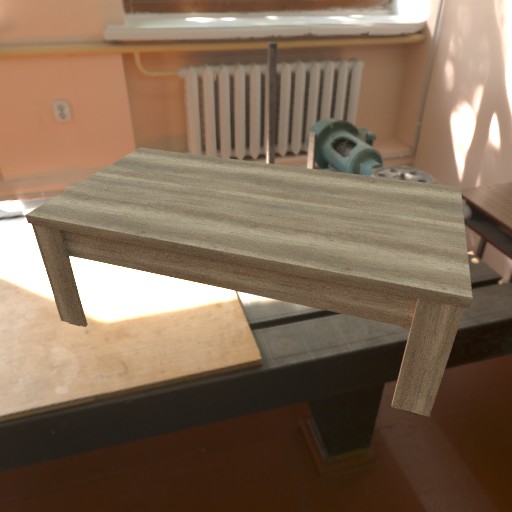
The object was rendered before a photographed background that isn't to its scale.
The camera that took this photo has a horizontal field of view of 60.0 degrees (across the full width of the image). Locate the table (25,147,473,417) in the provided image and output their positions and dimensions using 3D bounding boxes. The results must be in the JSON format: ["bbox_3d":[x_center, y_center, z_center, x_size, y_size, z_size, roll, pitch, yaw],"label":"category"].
[{"bbox_3d":[0.000,0.000,1.659,1.350,0.460,0.700,10,34,16],"label":"table"}]
